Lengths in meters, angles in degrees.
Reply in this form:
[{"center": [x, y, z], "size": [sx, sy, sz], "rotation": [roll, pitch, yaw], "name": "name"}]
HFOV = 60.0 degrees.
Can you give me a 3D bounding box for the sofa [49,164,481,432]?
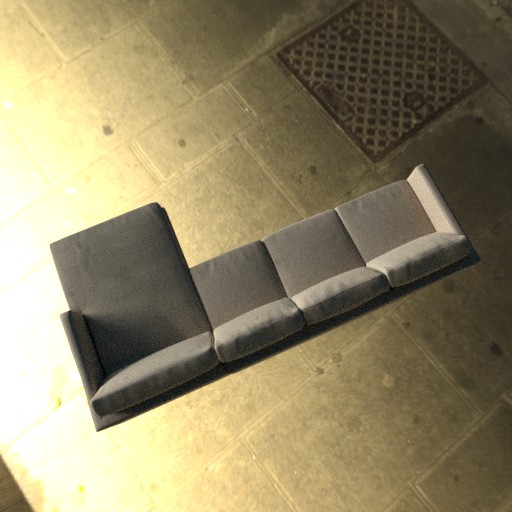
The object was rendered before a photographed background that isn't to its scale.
[{"center": [0.000, 0.000, 3.740], "size": [3.186, 0.846, 1.625], "rotation": [-23, 76, -6], "name": "sofa"}]
